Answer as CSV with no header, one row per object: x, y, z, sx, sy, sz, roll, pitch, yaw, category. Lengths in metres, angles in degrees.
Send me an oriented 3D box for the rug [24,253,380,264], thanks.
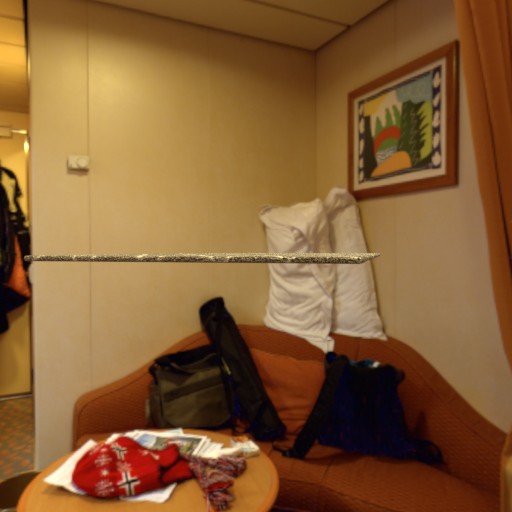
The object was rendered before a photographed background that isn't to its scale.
0.000,0.000,3.424,1.778,0.030,2.743,0,1,17,rug
